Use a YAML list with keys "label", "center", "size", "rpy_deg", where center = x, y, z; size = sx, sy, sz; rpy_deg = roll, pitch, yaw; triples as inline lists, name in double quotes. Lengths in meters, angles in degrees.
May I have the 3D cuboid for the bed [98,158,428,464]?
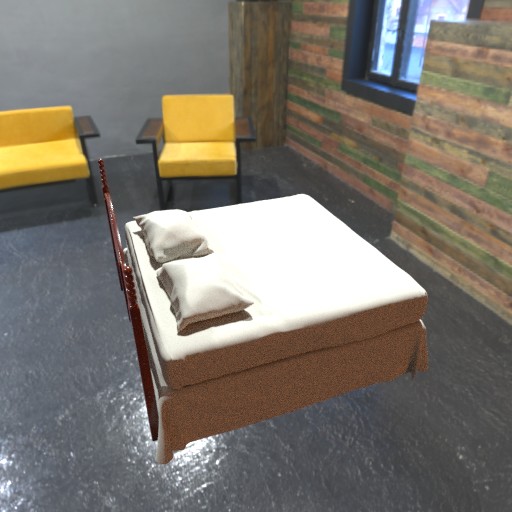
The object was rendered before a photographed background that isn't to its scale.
- label: "bed"
  center: [0.000, 0.000, 3.714]
  size: [2.219, 1.355, 2.322]
  rpy_deg: [-11, 32, -18]
